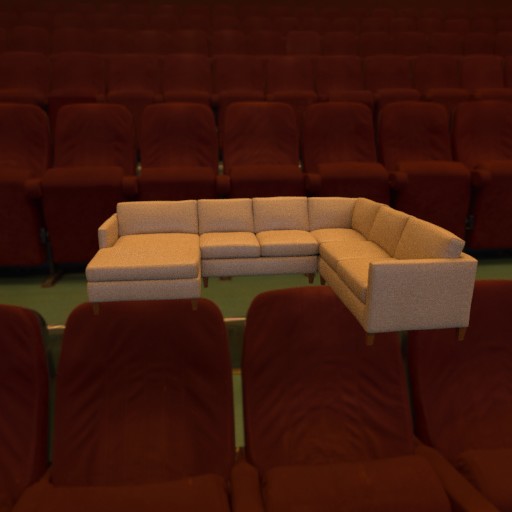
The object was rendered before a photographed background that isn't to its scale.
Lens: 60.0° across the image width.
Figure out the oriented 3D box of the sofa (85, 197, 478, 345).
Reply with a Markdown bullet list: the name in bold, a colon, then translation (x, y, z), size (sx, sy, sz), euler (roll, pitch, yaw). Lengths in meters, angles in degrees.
- **sofa**: translation (0.000, 0.000, 4.764), size (3.460, 0.961, 2.594), euler (-2, 16, -6)
